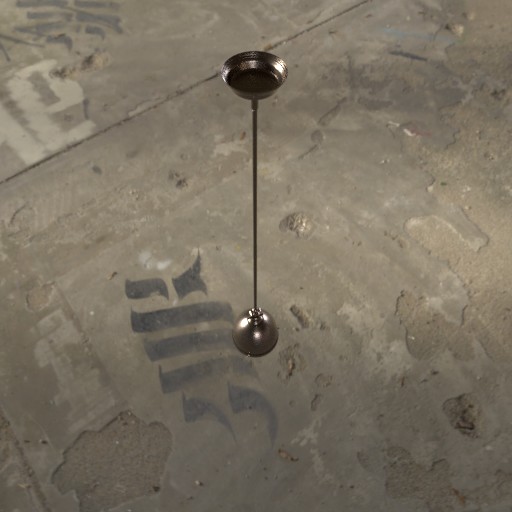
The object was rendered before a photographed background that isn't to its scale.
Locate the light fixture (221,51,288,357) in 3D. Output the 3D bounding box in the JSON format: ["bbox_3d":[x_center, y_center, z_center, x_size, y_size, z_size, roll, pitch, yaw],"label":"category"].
[{"bbox_3d":[0.000,0.000,1.444,0.217,1.367,0.211,-16,59,-10],"label":"light fixture"}]
